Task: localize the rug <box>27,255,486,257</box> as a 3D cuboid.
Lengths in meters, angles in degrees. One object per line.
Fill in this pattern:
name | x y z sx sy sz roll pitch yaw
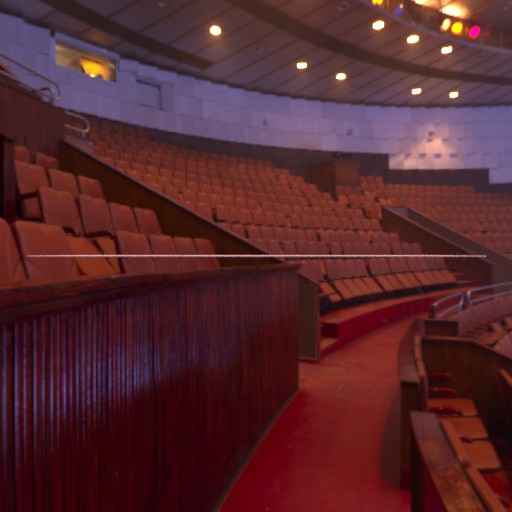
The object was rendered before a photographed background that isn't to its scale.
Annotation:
rug | 0.000 0.000 2.521 2.277 0.008 0.676 0 0 0
